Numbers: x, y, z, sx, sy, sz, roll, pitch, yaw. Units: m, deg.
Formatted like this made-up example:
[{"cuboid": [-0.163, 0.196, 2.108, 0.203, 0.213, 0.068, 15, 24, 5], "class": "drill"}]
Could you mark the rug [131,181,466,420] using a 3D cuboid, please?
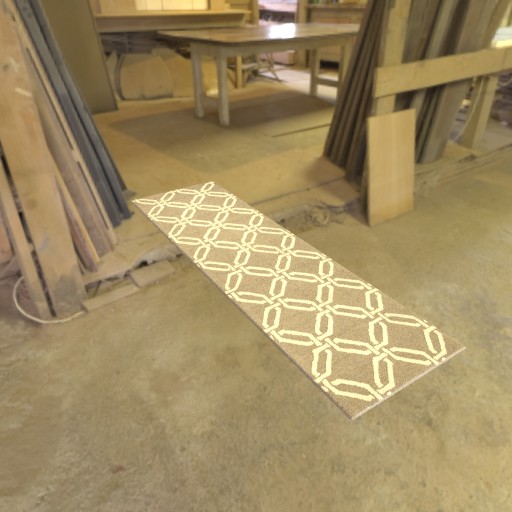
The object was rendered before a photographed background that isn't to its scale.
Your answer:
[{"cuboid": [0.000, 0.000, 2.571, 0.678, 0.014, 2.276, -19, 36, -28], "class": "rug"}]
